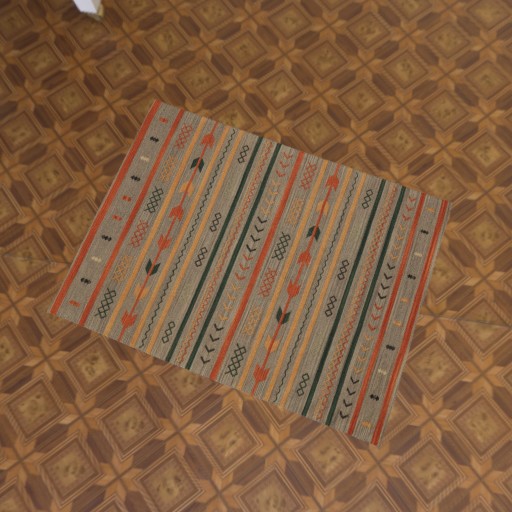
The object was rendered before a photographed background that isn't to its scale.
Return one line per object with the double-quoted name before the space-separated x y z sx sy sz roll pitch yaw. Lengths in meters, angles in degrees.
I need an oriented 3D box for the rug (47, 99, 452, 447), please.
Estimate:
"rug" 0.000 0.000 3.974 3.029 0.022 2.263 21 77 5
